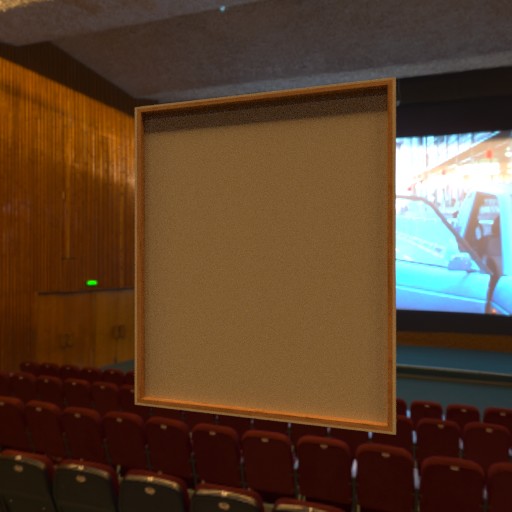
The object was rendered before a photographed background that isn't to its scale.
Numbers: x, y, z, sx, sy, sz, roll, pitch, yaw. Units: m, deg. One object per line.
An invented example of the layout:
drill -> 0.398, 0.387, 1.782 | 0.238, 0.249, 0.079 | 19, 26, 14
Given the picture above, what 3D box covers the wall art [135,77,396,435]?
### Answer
wall art -> 0.000, 0.000, 0.843 | 0.508, 0.606, 0.037 | 0, 0, 17
